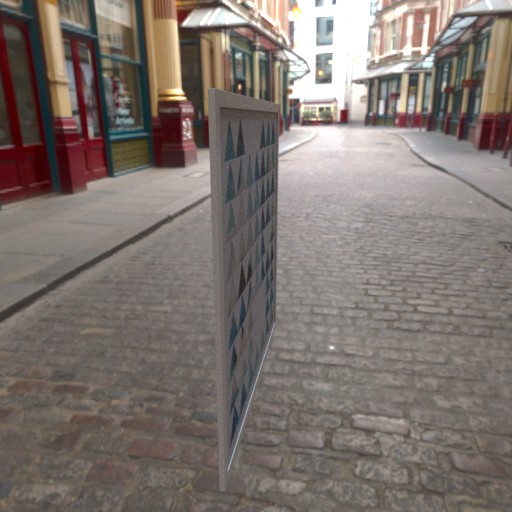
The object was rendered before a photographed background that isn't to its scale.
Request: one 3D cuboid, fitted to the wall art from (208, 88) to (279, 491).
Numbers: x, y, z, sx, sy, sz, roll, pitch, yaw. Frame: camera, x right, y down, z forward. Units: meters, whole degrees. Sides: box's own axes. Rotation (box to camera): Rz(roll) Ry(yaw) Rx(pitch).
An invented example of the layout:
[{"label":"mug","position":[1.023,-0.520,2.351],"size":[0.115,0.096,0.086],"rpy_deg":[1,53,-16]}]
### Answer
[{"label":"wall art","position":[0.000,0.000,0.682],"size":[0.007,0.456,0.456],"rpy_deg":[3,17,10]}]
